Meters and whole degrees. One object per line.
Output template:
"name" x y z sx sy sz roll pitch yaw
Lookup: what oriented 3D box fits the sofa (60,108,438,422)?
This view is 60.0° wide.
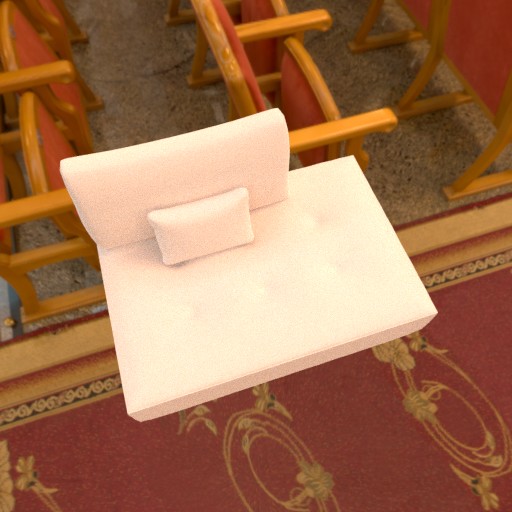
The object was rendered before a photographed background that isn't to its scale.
"sofa" 0.000 0.000 2.079 1.450 0.820 1.000 -16 64 -8
